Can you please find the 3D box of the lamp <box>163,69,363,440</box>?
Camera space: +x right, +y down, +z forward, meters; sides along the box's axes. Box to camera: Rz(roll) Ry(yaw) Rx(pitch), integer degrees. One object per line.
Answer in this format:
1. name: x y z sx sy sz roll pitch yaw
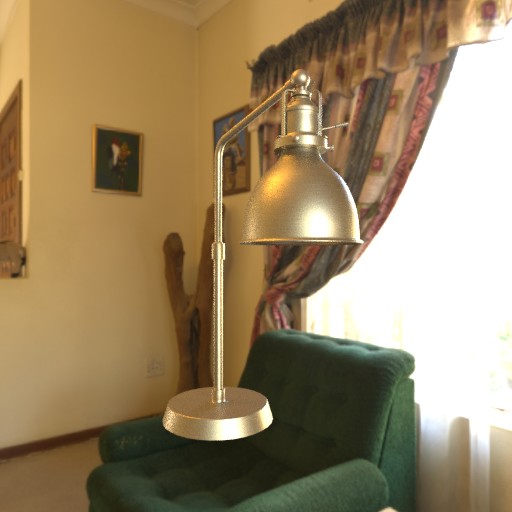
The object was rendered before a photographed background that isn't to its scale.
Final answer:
1. lamp: 0.000 0.000 0.584 0.286 0.456 0.153 0 0 37
